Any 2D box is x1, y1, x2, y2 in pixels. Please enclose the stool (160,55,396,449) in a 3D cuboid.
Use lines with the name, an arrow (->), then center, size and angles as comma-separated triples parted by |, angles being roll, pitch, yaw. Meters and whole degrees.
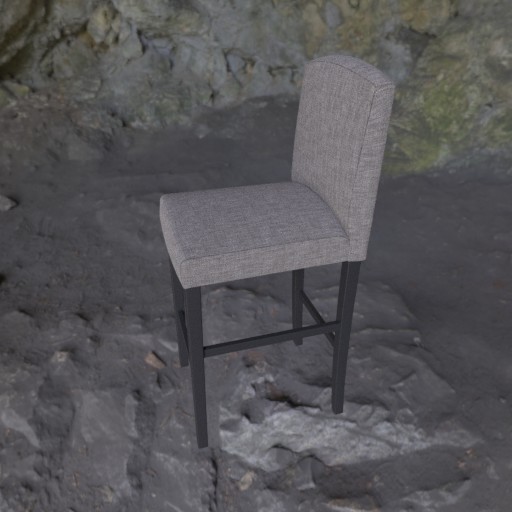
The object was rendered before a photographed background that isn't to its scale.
stool -> 0.000, 0.000, 1.392 | 0.552, 1.138, 0.451 | -8, 30, -15
